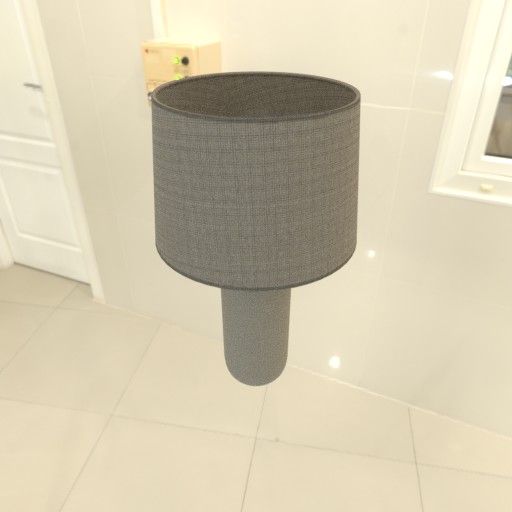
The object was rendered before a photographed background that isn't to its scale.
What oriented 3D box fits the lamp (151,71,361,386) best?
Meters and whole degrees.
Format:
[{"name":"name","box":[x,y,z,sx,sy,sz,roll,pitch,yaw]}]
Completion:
[{"name":"lamp","box":[0.000,0.000,0.850,0.367,0.609,0.367,0,32,0]}]
